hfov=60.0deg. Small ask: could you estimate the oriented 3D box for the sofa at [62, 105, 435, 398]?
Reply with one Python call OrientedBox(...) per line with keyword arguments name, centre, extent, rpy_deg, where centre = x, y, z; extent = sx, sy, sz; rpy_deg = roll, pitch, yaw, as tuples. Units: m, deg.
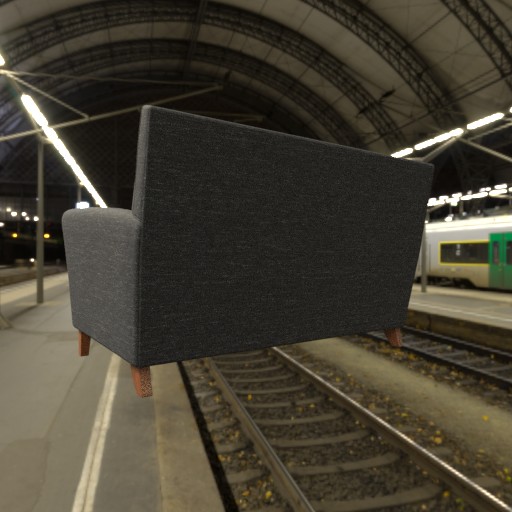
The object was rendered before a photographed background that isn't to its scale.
OrientedBox(name="sofa", centre=(0.000, 0.000, 1.940), extent=(1.420, 0.846, 0.875), rpy_deg=(0, 0, -36))
